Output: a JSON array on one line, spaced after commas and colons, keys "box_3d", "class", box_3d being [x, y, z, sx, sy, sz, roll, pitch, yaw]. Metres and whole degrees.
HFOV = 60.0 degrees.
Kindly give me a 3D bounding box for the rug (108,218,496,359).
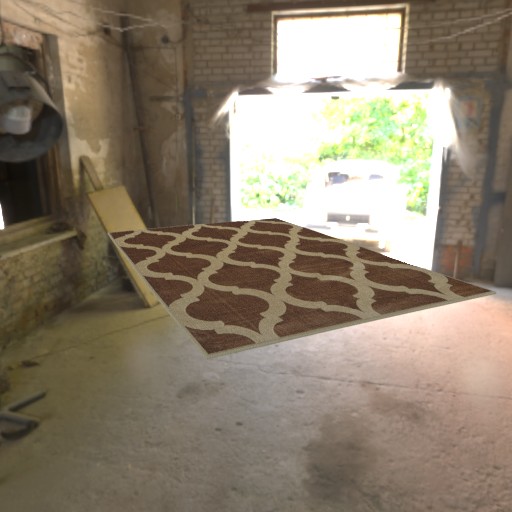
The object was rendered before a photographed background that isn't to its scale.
[{"box_3d": [0.000, 0.000, 2.851, 1.526, 0.014, 2.290, -7, 17, -25], "class": "rug"}]
